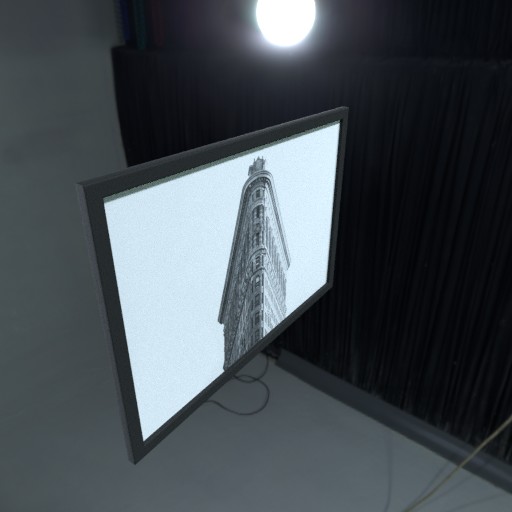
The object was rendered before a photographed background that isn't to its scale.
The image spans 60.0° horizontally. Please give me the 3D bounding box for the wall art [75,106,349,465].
[{"bbox_3d":[0.000,0.000,1.207,0.049,0.659,0.964,19,33,33],"label":"wall art"}]
